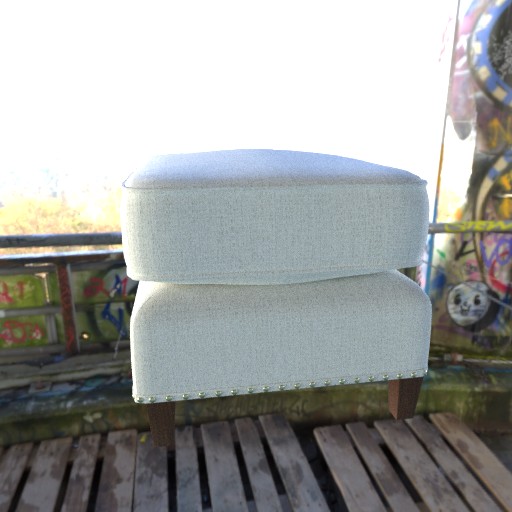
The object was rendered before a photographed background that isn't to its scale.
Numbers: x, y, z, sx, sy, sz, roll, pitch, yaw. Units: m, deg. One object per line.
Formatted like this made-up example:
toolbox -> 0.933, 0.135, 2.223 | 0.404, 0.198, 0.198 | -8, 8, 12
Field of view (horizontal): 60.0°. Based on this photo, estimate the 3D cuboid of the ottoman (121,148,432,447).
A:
ottoman -> 0.000, 0.000, 1.135 | 0.589, 0.537, 0.738 | -3, 17, -9
